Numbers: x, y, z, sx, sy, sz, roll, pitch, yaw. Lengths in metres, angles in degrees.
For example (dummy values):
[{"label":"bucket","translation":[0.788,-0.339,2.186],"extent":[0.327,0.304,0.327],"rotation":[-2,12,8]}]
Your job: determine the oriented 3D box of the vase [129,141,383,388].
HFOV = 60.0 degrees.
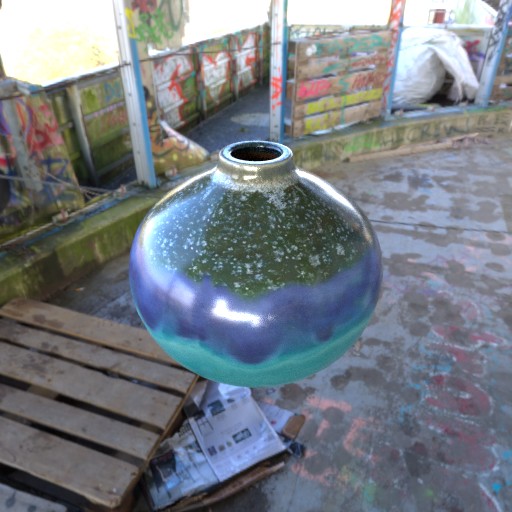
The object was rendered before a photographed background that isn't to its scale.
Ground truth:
[{"label":"vase","translation":[0.000,0.000,0.274],"extent":[0.154,0.133,0.154],"rotation":[0,33,0]}]
